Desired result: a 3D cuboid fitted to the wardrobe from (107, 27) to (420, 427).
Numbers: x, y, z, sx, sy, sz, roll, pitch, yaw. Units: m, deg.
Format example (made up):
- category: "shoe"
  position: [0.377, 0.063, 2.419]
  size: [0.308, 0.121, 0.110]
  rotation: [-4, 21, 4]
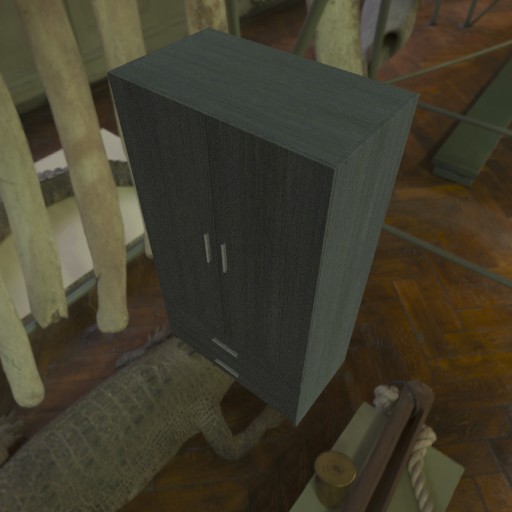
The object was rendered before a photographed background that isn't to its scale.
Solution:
- category: "wardrobe"
  position: [0.000, 0.000, 2.247]
  size: [0.991, 1.808, 0.577]
  rotation: [30, 54, 25]
